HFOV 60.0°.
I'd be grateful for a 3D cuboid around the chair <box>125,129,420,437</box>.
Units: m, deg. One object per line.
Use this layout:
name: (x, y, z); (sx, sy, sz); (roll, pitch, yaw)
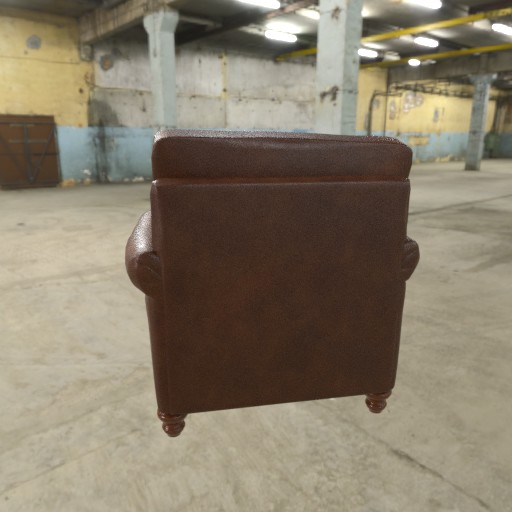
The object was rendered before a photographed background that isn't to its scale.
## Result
chair: (0.000, 0.000, 1.814); (0.989, 0.972, 0.992); (-3, 14, -10)
